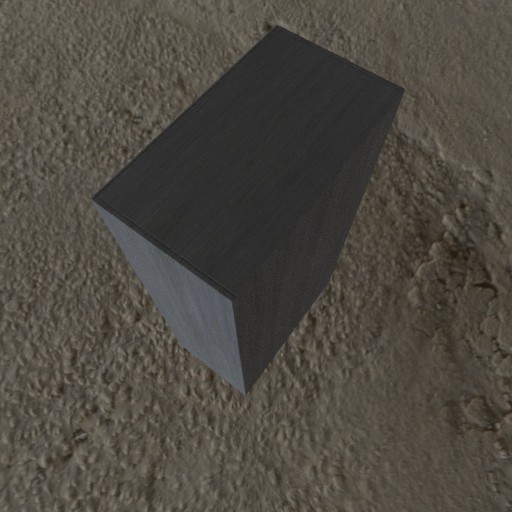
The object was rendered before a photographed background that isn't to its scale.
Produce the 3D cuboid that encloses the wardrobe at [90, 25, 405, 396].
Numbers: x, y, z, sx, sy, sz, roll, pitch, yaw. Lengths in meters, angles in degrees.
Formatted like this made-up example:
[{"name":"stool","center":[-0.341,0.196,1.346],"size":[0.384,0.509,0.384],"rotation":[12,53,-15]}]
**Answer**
[{"name":"wardrobe","center":[0.000,0.000,2.283],"size":[0.577,1.808,0.991],"rotation":[34,69,15]}]
